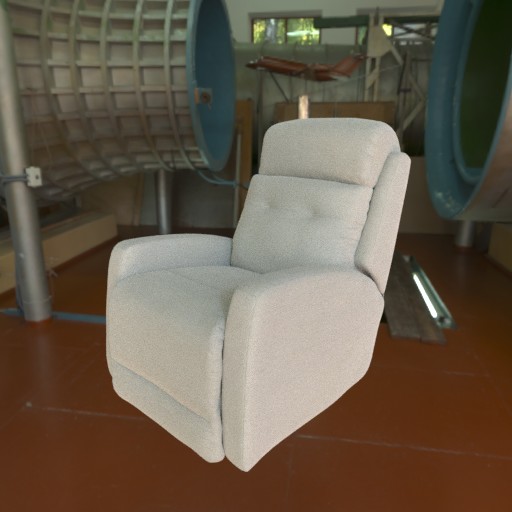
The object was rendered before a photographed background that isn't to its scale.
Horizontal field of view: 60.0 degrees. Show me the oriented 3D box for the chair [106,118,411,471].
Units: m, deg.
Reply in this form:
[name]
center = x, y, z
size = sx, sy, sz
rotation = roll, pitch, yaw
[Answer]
[chair]
center = 0.000, 0.000, 1.694
size = 0.798, 1.013, 1.043
rotation = 15, 22, 41
